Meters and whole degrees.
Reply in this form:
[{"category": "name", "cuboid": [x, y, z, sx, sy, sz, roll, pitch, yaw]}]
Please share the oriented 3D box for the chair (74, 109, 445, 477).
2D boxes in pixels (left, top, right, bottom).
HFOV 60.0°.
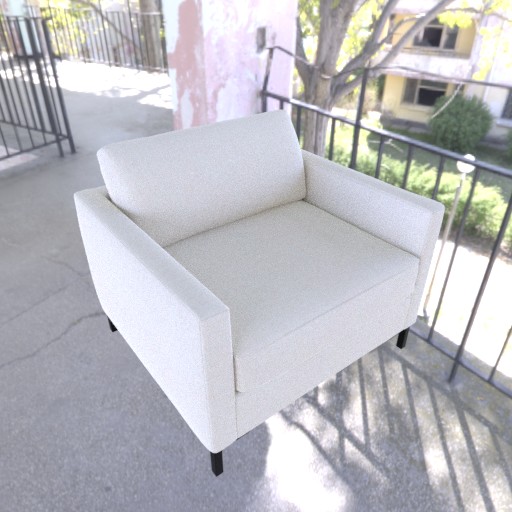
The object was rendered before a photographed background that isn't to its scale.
[{"category": "chair", "cuboid": [0.000, 0.000, 1.588, 0.964, 0.806, 0.875, -22, 39, -31]}]
